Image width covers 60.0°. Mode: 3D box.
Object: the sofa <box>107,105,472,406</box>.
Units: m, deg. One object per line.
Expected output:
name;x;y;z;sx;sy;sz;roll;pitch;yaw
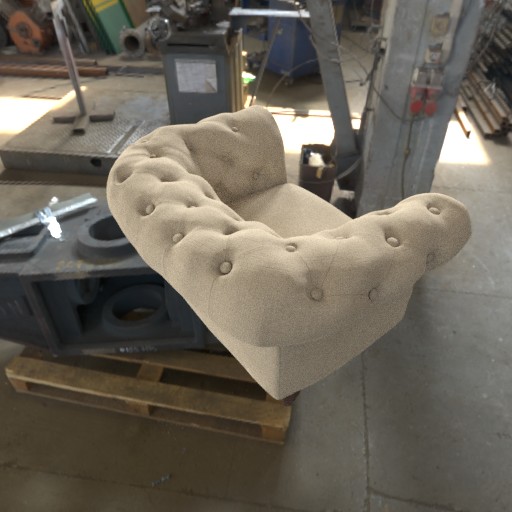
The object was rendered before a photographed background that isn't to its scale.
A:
sofa;0.000;0.000;2.020;1.034;0.878;1.405;-25;46;-28
